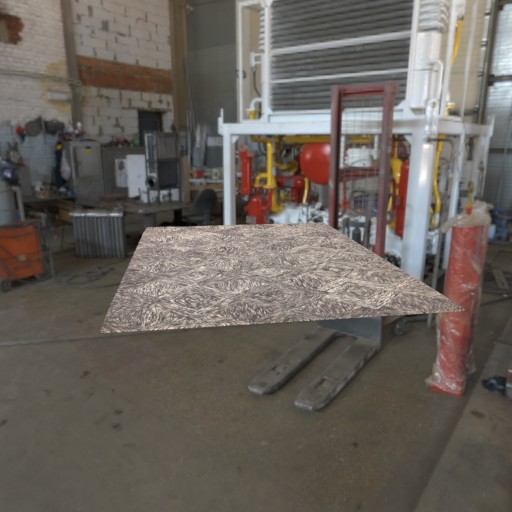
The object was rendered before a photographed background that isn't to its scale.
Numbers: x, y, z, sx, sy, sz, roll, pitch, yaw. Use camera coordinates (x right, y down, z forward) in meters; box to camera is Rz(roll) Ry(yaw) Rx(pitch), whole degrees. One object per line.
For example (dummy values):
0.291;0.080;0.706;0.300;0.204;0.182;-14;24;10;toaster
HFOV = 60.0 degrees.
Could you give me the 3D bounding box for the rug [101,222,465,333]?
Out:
0.000;0.000;5.459;2.997;0.020;4.093;-2;15;-8;rug
